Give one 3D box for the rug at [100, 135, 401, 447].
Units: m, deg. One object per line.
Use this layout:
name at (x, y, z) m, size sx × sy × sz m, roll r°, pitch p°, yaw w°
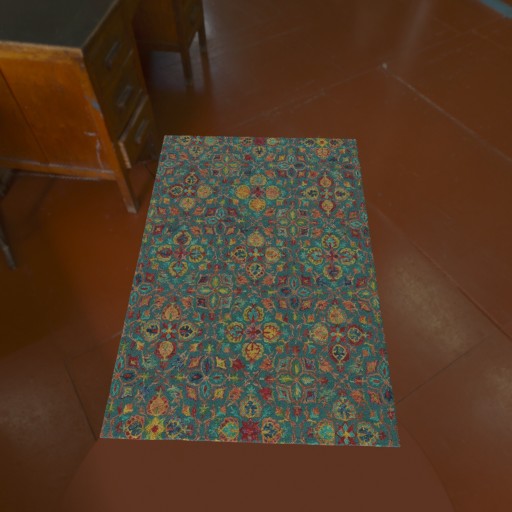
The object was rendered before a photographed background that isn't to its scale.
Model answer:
rug at (0.000, 0.000, 2.888) m, size 1.527 × 0.016 × 2.290 m, roll 1°, pitch 56°, yaw 1°
